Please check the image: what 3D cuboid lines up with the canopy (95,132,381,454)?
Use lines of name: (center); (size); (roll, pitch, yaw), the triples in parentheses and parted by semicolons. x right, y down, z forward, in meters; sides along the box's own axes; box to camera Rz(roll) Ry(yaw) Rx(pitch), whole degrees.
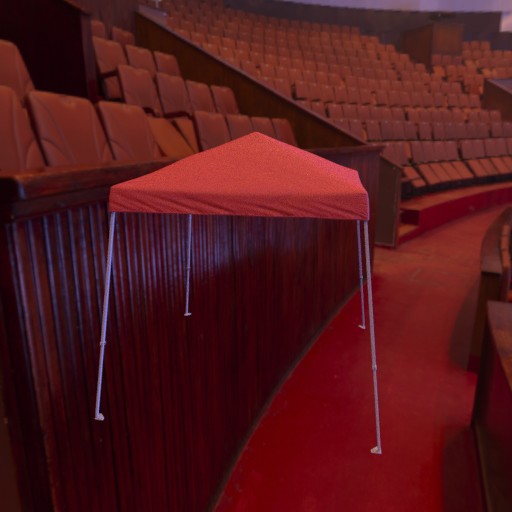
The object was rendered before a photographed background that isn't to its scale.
canopy: (0.000, 0.000, 6.669); (3.600, 3.600, 3.599); (3, 16, 10)
